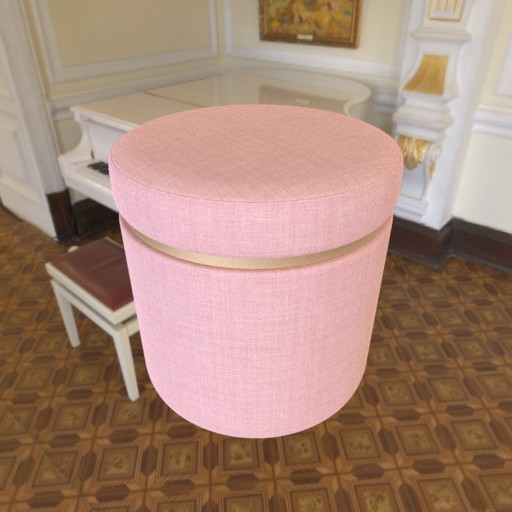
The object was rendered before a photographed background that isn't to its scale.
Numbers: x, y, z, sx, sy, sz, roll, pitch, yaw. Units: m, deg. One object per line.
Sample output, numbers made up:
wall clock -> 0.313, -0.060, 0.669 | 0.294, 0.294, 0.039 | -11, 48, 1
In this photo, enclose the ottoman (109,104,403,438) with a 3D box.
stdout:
ottoman -> 0.000, 0.000, 0.715 | 0.400, 0.406, 0.400 | 0, 32, 0
